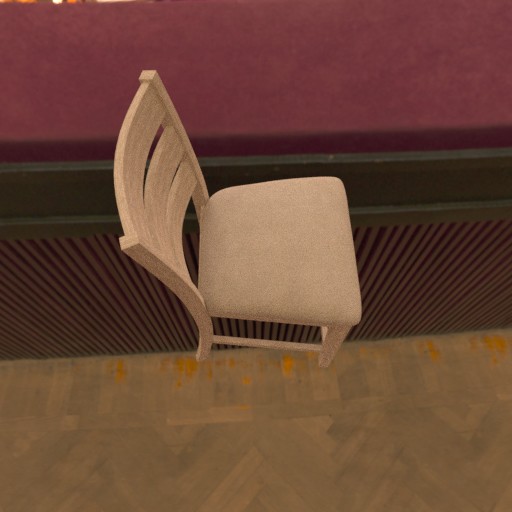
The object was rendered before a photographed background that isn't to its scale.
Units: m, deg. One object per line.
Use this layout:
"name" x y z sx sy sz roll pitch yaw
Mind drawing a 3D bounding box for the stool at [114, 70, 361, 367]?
"stool" 0.000 0.000 1.346 0.569 1.032 0.484 -1 64 -1
